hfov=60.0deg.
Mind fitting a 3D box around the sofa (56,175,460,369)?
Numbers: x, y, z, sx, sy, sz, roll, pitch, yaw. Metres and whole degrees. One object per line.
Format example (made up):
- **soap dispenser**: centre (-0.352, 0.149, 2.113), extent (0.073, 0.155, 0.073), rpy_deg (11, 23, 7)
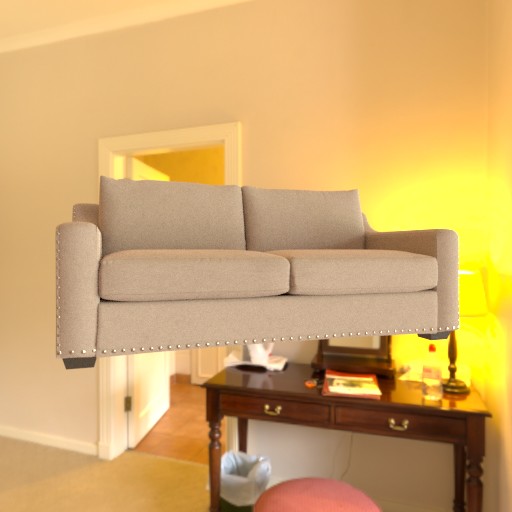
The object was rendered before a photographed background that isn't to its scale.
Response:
- **sofa**: centre (0.000, 0.000, 2.486), extent (1.967, 0.901, 1.030), rpy_deg (0, 1, -18)
